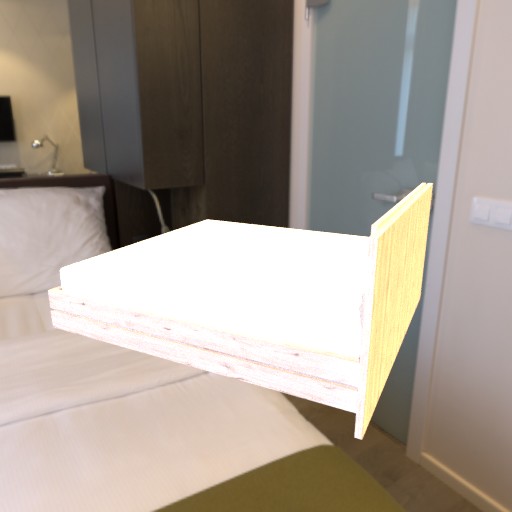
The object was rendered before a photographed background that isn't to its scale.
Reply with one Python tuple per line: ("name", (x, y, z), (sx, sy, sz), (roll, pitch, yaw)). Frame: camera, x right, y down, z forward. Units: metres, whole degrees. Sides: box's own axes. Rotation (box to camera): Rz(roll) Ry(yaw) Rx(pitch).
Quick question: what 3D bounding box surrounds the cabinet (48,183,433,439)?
("cabinet", (0.000, 0.000, 3.181), (2.080, 0.970, 1.950), (8, 18, 26))
